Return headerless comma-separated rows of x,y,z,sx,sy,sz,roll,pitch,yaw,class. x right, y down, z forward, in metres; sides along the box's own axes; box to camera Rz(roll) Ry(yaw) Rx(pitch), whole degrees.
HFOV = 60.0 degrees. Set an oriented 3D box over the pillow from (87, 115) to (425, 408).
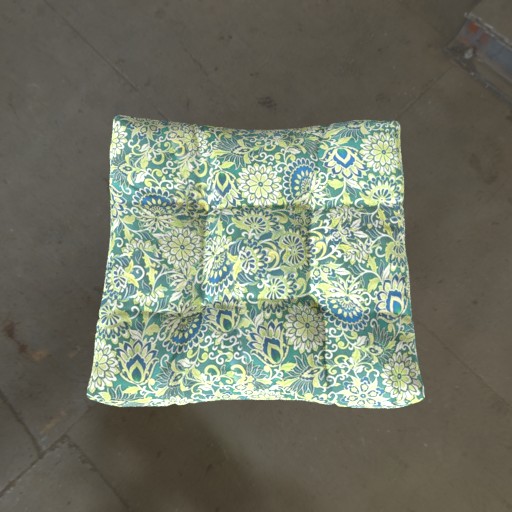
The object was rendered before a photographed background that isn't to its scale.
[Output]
0.000,0.000,0.721,0.490,0.128,0.468,0,77,0,pillow
